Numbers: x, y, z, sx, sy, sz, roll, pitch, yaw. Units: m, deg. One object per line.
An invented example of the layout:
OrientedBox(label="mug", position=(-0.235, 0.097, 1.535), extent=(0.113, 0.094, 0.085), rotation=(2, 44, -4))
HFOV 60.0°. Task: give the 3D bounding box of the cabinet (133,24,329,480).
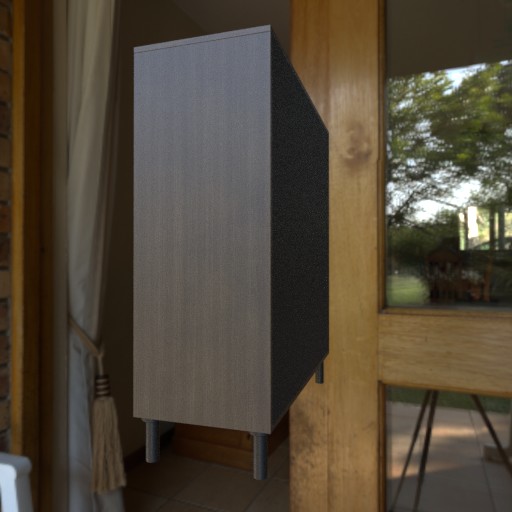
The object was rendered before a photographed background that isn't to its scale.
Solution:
OrientedBox(label="cabinet", position=(0.000, 0.000, 1.665), extent=(0.400, 1.170, 1.010), rotation=(0, 0, 18))
